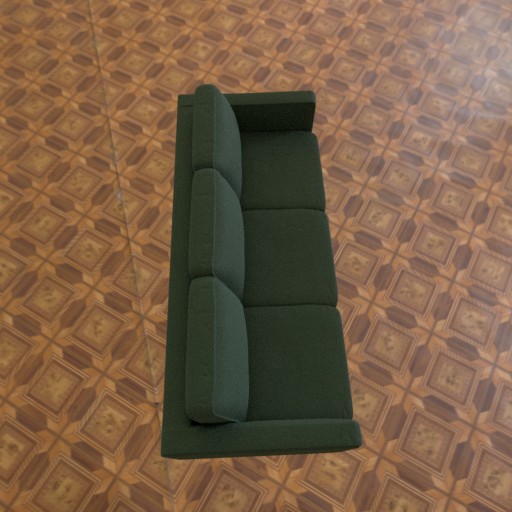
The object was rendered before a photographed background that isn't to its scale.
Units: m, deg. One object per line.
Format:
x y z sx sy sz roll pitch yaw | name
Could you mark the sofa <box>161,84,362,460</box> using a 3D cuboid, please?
0.000 0.000 2.480 0.879 0.899 2.029 -2 64 -1 | sofa
